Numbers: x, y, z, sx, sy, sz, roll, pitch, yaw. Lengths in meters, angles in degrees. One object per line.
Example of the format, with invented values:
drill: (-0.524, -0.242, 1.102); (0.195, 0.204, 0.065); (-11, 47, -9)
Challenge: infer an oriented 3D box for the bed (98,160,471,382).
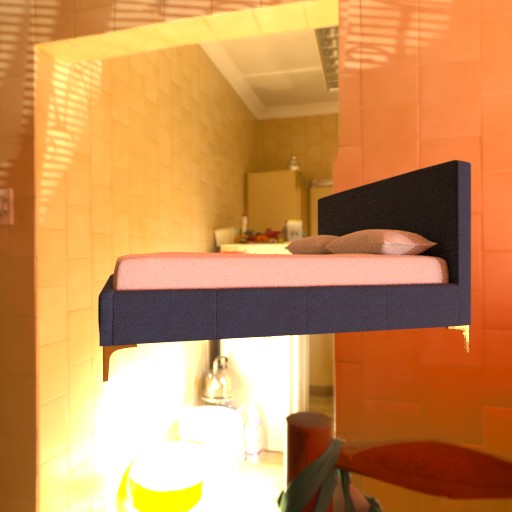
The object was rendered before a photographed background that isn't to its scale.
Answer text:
bed: (0.000, 0.000, 3.469); (2.232, 1.231, 2.096); (0, 0, -17)
